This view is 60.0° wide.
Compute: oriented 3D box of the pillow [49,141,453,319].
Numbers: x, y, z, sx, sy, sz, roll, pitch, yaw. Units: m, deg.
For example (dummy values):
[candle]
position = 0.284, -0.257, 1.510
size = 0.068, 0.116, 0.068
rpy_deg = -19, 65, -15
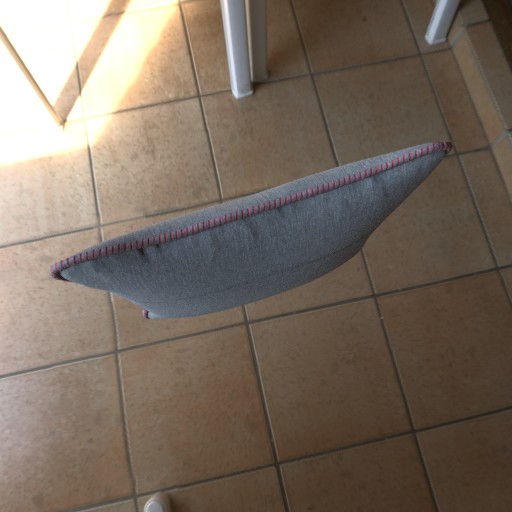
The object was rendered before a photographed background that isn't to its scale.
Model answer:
[pillow]
position = 0.000, 0.000, 0.720
size = 0.482, 0.491, 0.124
rpy_deg = -18, 77, -4
